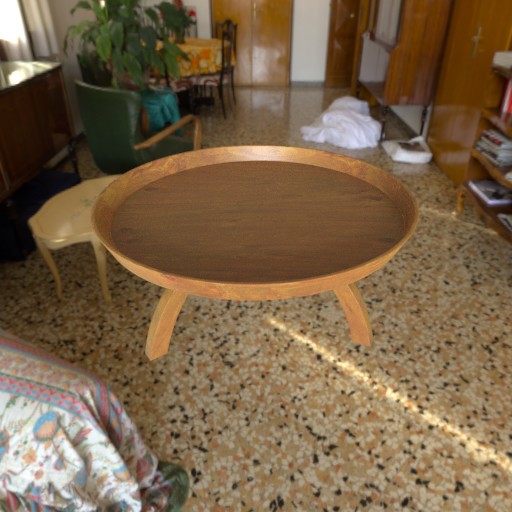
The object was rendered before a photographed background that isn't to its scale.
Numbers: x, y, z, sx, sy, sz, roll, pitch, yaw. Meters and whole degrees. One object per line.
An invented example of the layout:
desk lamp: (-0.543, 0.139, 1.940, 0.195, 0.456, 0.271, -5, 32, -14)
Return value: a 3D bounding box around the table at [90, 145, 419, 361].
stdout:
table: (0.000, 0.000, 1.547, 1.016, 0.470, 1.016, 0, 32, 0)
